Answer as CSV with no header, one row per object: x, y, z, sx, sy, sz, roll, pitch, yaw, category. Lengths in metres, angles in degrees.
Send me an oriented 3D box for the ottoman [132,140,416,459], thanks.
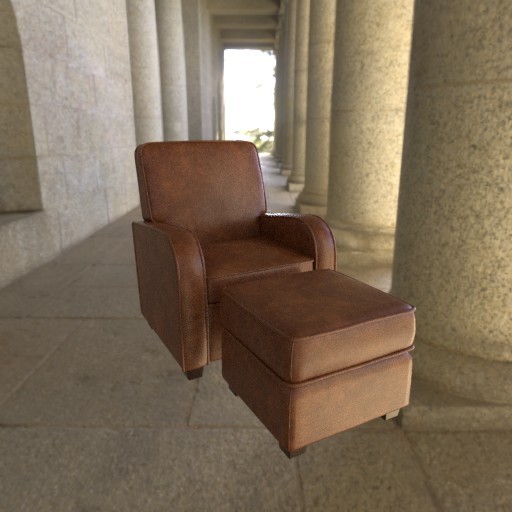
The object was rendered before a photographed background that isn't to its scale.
0.000,0.000,1.837,0.732,0.904,1.314,-9,18,-27,ottoman
